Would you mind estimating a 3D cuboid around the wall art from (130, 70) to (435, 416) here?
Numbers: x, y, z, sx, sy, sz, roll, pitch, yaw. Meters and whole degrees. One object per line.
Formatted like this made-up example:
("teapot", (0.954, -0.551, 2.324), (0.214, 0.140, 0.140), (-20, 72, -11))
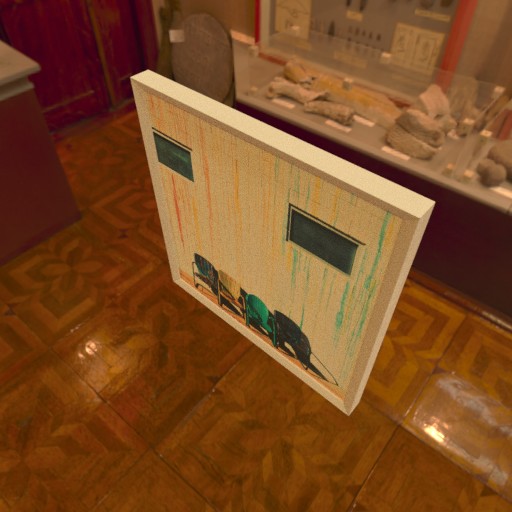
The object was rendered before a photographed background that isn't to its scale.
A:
("wall art", (0.000, 0.000, 0.789), (0.508, 0.508, 0.037), (33, 55, 27))
